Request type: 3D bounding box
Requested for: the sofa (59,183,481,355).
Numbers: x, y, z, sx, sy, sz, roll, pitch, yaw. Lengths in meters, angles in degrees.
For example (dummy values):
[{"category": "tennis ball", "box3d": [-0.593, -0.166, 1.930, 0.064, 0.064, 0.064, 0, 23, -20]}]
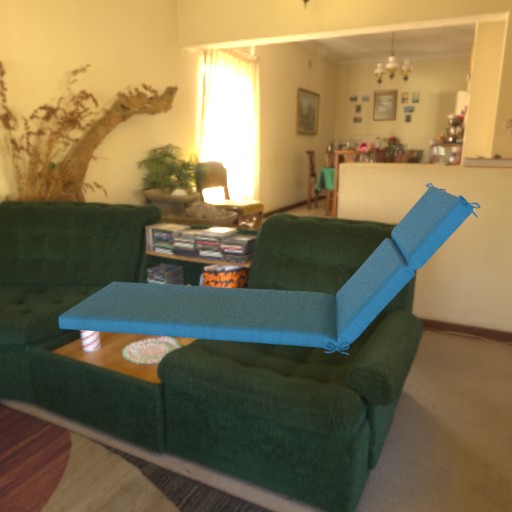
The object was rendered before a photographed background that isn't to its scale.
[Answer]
[{"category": "sofa", "box3d": [0.000, 0.000, 1.966, 1.663, 0.622, 0.582, 2, 14, 9]}]
